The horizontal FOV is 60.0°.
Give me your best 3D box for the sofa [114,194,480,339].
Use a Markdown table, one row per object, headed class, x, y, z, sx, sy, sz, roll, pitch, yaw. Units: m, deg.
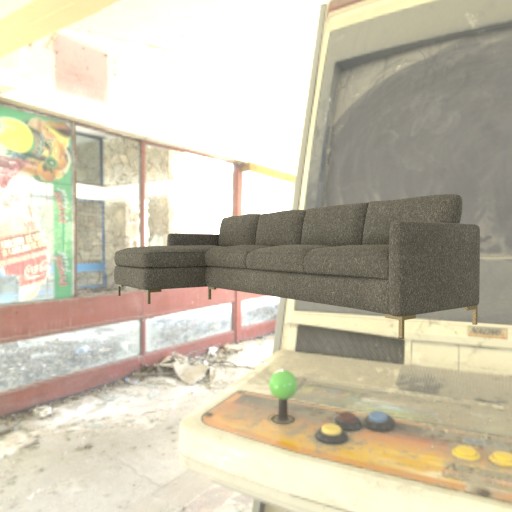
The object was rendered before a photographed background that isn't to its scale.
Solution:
| class | x | y | z | sx | sy | sz | roll | pitch | yaw |
| --- | --- | --- | --- | --- | --- | --- | --- | --- | --- |
| sofa | 0.000 | 0.000 | 3.502 | 1.350 | 0.810 | 2.932 | -1 | 2 | -36 |
